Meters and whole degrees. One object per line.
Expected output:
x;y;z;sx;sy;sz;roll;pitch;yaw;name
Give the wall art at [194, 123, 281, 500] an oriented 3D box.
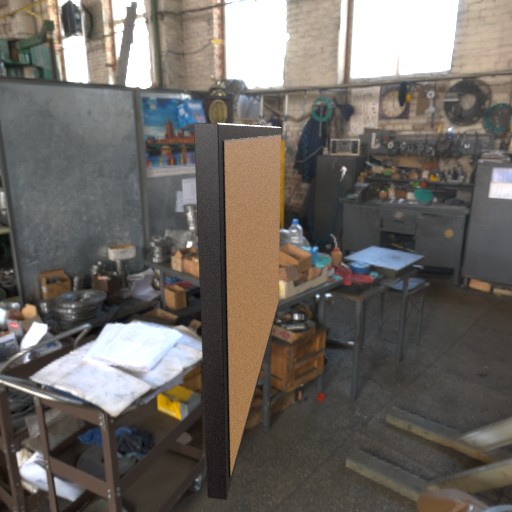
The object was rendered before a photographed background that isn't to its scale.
0.000;0.000;0.813;0.027;0.458;0.657;2;16;8;wall art
